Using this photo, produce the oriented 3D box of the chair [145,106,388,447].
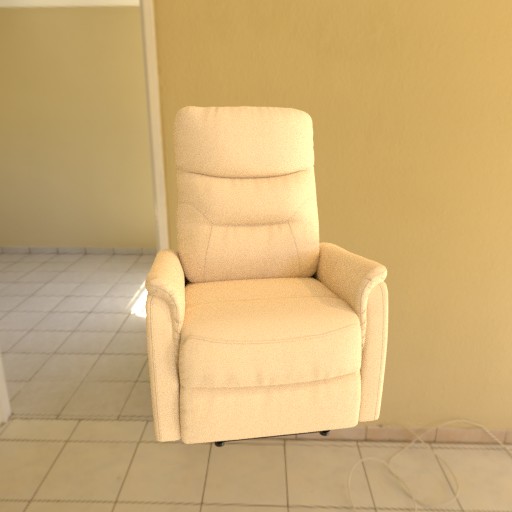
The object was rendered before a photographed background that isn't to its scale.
[{"bbox_3d":[0.000,0.000,1.671,0.775,1.082,0.831,-3,17,-8],"label":"chair"}]
